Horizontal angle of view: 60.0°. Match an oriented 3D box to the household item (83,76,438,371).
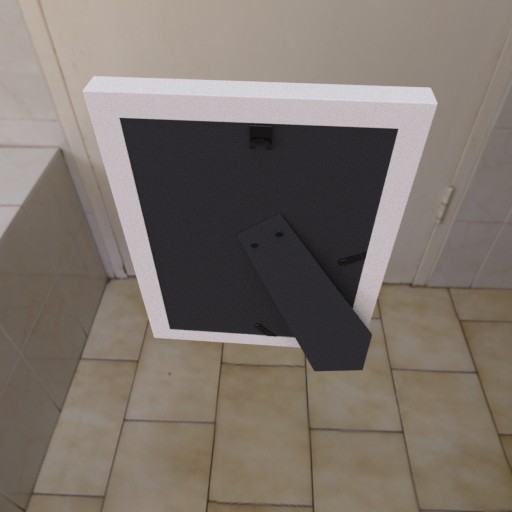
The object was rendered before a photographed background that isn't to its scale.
[{"bbox_3d":[0.000,0.000,0.336,0.200,0.250,0.045,3,46,3],"label":"household item"}]
